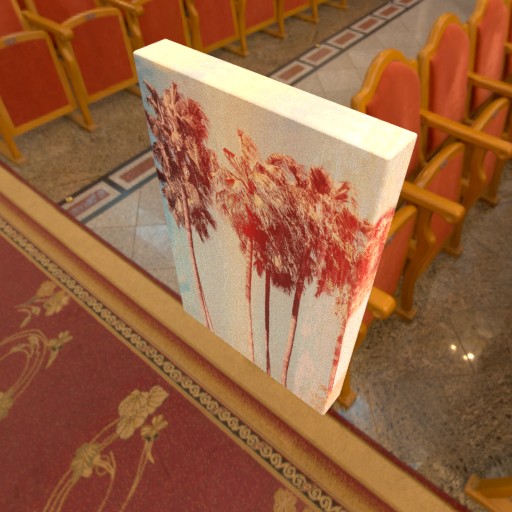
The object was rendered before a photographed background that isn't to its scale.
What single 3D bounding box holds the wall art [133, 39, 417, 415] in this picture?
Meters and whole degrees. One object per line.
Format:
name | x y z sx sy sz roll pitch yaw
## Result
wall art | 0.000 0.000 0.479 0.251 0.380 0.039 32 54 26
